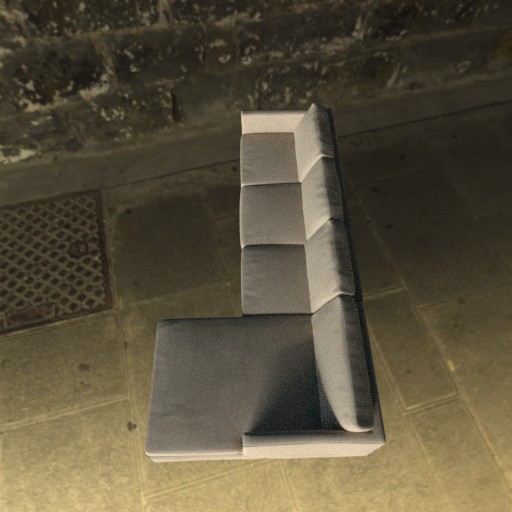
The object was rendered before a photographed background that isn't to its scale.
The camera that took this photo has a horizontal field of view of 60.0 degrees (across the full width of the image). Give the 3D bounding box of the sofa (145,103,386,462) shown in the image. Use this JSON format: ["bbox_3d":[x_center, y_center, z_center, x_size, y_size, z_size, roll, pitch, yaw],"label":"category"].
[{"bbox_3d":[0.000,0.000,3.870,1.625,0.846,3.186,-1,59,-1],"label":"sofa"}]
